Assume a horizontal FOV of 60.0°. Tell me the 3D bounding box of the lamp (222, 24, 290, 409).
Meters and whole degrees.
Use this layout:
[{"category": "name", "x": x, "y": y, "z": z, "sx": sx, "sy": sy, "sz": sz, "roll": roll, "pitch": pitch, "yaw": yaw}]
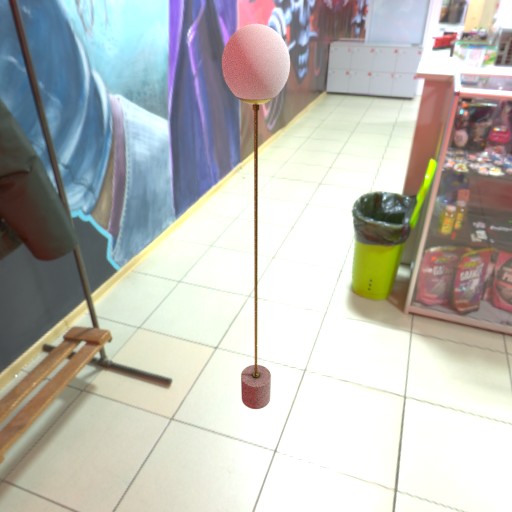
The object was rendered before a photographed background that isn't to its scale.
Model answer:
[{"category": "lamp", "x": 0.000, "y": 0.000, "z": 1.881, "sx": 0.229, "sy": 1.748, "sz": 0.229, "roll": -22, "pitch": 37, "yaw": -31}]
